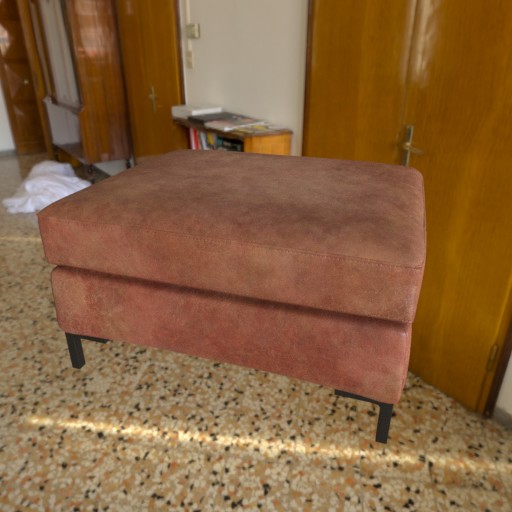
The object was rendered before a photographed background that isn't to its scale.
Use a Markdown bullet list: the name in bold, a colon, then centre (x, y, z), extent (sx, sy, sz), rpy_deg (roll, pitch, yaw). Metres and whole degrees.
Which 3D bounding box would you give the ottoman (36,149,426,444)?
- **ottoman**: centre (0.000, 0.000, 1.750), extent (1.186, 0.667, 0.965), rpy_deg (8, 26, 16)
